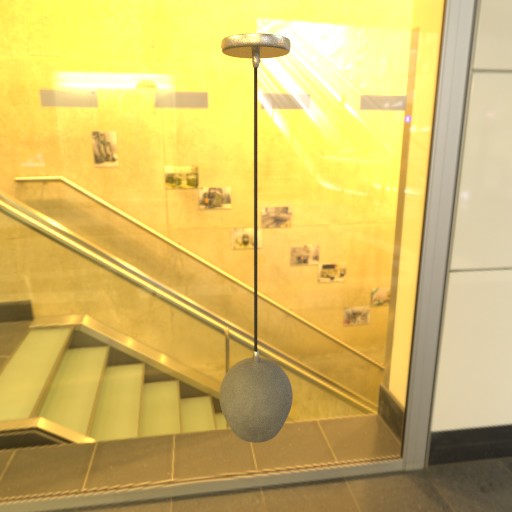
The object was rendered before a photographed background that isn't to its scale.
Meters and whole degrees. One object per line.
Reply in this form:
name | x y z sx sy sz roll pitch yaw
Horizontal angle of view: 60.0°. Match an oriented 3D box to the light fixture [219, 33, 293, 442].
light fixture | 0.000 0.000 0.854 0.153 0.760 0.153 -8 16 -27
